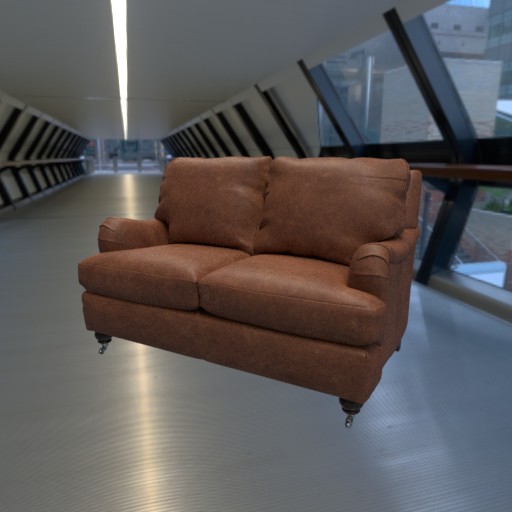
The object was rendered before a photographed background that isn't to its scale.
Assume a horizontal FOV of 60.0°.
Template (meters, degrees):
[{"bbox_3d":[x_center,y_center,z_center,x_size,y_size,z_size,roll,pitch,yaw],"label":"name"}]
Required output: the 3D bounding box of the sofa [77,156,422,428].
[{"bbox_3d":[0.000,0.000,2.297,1.527,1.004,1.077,7,15,28],"label":"sofa"}]
